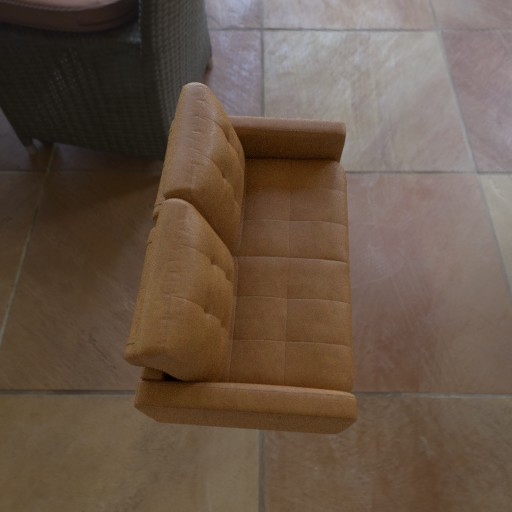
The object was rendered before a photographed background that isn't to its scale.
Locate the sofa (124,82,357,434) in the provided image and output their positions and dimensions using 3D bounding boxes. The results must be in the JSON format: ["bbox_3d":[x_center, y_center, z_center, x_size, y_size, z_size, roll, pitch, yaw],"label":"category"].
[{"bbox_3d":[0.000,0.000,1.997,0.868,0.898,1.430,3,63,2],"label":"sofa"}]
